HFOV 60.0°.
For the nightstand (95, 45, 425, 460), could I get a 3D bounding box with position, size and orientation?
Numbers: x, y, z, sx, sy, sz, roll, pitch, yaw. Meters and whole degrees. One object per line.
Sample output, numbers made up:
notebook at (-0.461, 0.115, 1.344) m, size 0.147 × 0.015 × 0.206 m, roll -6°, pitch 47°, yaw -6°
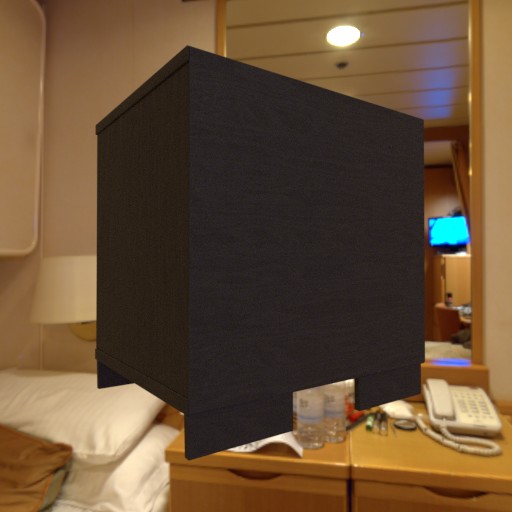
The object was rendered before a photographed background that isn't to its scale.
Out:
nightstand at (0.000, 0.000, 0.737) m, size 0.427 × 0.448 × 0.347 m, roll 1°, pitch -1°, yaw -36°
